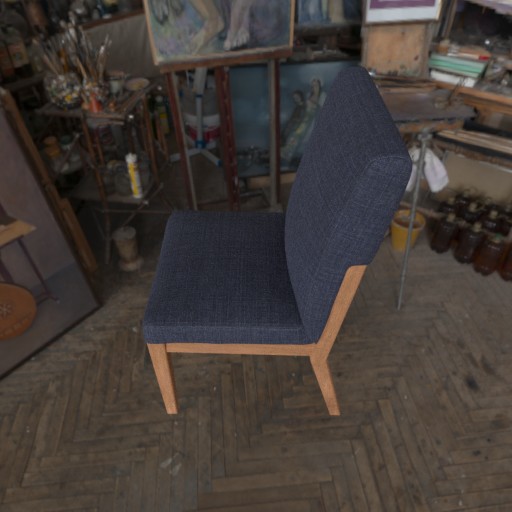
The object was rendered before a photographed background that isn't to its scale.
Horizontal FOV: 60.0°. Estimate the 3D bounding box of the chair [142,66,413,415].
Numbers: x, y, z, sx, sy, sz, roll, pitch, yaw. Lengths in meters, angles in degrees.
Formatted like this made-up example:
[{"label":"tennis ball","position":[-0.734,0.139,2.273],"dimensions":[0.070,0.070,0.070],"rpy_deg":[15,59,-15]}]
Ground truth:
[{"label":"chair","position":[0.000,0.000,1.265],"dimensions":[0.586,0.911,0.507],"rpy_deg":[0,42,0]}]
